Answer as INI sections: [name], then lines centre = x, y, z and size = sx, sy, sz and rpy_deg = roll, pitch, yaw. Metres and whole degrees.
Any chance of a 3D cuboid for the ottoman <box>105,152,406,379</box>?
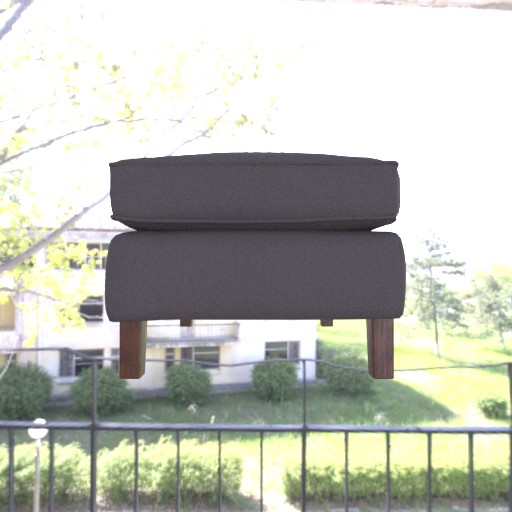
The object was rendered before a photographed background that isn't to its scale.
[ottoman]
centre = 0.000, 0.000, 1.017
size = 0.508, 0.406, 0.686
rpy_deg = 0, -1, 0
